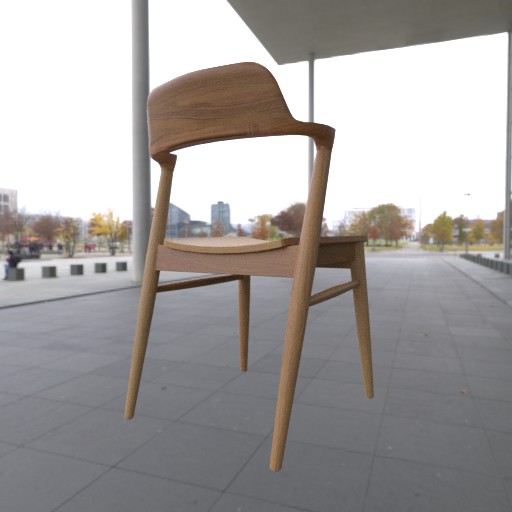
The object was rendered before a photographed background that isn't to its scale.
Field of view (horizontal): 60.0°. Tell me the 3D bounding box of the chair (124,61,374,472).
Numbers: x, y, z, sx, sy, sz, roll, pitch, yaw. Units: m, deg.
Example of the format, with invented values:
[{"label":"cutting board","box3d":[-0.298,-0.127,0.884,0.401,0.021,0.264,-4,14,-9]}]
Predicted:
[{"label":"chair","box3d":[0.000,0.000,1.147,0.512,0.792,0.499,1,2,35]}]
